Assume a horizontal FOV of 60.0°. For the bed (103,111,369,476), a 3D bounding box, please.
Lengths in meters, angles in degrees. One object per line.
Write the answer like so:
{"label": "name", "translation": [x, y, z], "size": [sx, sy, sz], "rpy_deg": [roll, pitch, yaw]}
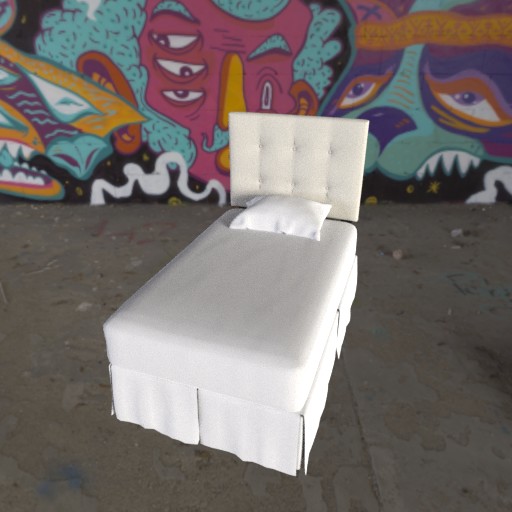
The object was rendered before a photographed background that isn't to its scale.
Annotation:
{"label": "bed", "translation": [0.000, 0.000, 3.058], "size": [1.261, 1.571, 1.997], "rpy_deg": [9, 29, 17]}
